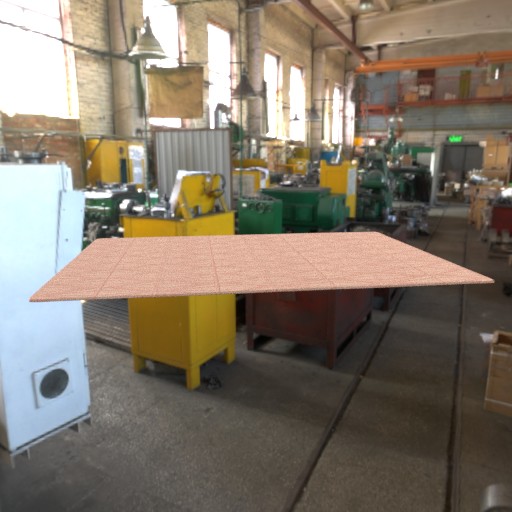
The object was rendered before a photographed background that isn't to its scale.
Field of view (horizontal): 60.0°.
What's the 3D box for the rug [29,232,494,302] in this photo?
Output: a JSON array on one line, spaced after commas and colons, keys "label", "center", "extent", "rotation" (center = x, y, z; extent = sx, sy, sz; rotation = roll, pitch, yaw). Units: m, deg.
[{"label": "rug", "center": [0.000, 0.000, 2.995], "extent": [2.390, 0.015, 1.609], "rotation": [-2, 13, -8]}]
